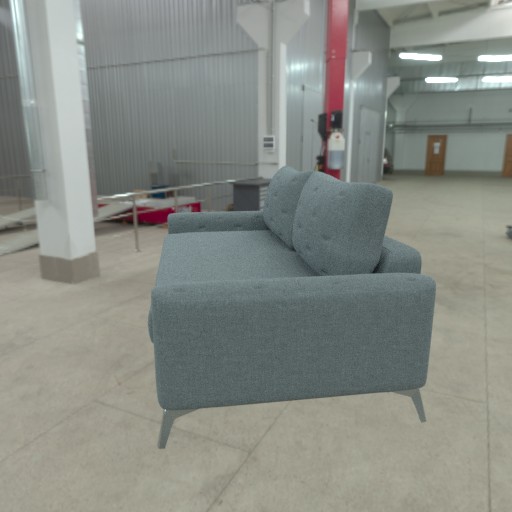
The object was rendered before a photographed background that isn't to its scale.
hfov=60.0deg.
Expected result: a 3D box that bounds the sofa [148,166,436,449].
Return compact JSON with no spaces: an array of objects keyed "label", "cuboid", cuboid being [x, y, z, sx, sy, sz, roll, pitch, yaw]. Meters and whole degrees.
[{"label":"sofa","cuboid":[0.000,0.000,2.107,0.920,0.790,1.650,-2,14,-9]}]
